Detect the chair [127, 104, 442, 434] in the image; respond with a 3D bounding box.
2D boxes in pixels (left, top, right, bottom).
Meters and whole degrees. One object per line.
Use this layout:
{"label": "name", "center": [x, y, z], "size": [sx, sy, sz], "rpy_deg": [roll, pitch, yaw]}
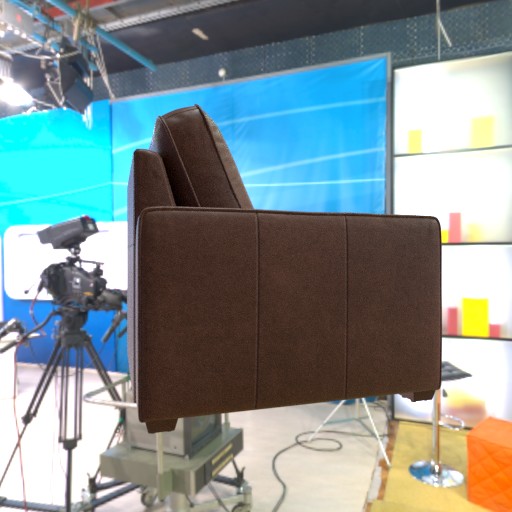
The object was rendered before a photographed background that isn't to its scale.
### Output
{"label": "chair", "center": [0.000, 0.000, 1.713], "size": [0.940, 0.919, 1.017], "rpy_deg": [0, 0, -18]}
